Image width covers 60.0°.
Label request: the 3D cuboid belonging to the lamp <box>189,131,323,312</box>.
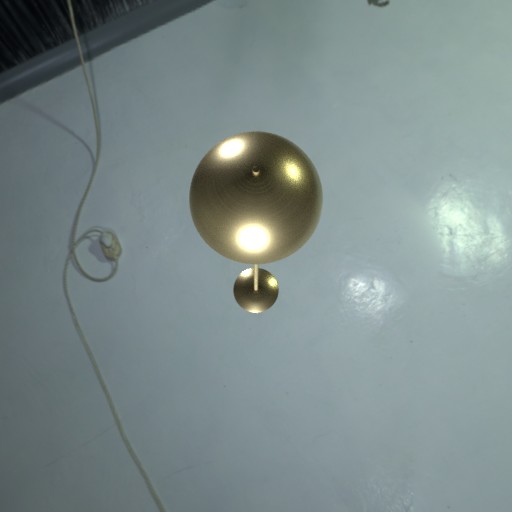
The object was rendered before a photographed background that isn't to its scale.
[{"bbox_3d":[0.000,0.000,1.646,0.328,1.480,0.328,-35,79,-8],"label":"lamp"}]
